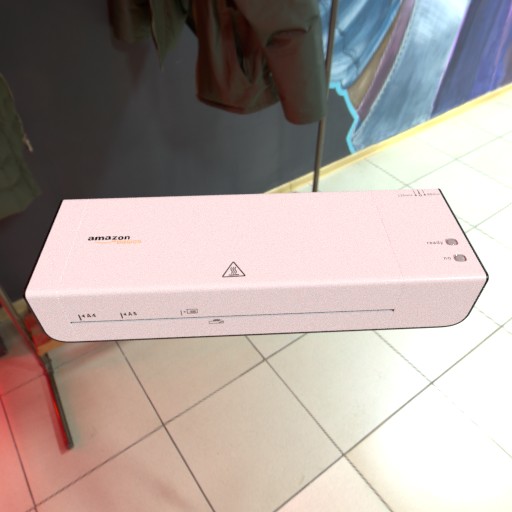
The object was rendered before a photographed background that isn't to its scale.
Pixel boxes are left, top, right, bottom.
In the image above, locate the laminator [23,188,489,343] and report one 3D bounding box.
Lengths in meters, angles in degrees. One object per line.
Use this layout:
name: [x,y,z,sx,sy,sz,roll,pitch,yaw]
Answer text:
laminator: [0.000,0.000,0.385,0.340,0.062,0.123,-2,45,-2]
